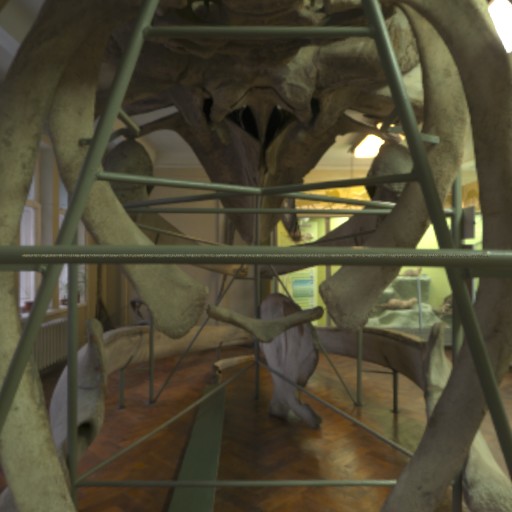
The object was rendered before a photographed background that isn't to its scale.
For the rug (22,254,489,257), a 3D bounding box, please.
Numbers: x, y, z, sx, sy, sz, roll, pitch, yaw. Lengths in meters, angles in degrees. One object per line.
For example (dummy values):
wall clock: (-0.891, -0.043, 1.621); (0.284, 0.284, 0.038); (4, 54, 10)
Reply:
rug: (0.000, 0.000, 2.341); (1.824, 0.010, 1.240); (0, 0, 1)
